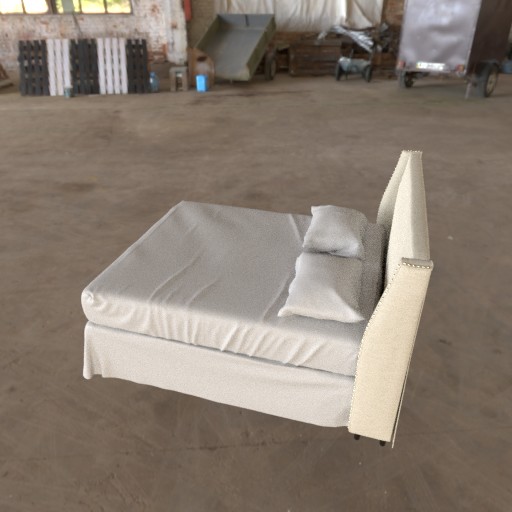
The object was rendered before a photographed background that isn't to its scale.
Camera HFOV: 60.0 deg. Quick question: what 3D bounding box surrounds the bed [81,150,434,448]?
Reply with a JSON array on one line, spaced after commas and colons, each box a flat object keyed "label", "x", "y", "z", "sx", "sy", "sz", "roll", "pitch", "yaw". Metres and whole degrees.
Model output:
[{"label": "bed", "x": 0.000, "y": 0.000, "z": 3.412, "sx": 2.276, "sy": 1.332, "sz": 1.925, "roll": 8, "pitch": 31, "yaw": 14}]
